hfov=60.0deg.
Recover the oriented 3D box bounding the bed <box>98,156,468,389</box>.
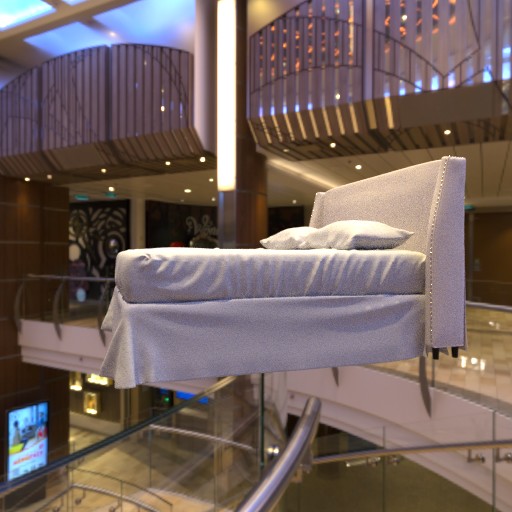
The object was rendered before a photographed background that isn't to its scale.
[{"bbox_3d":[0.000,0.000,3.417,2.276,1.332,1.925,0,0,-19],"label":"bed"}]
